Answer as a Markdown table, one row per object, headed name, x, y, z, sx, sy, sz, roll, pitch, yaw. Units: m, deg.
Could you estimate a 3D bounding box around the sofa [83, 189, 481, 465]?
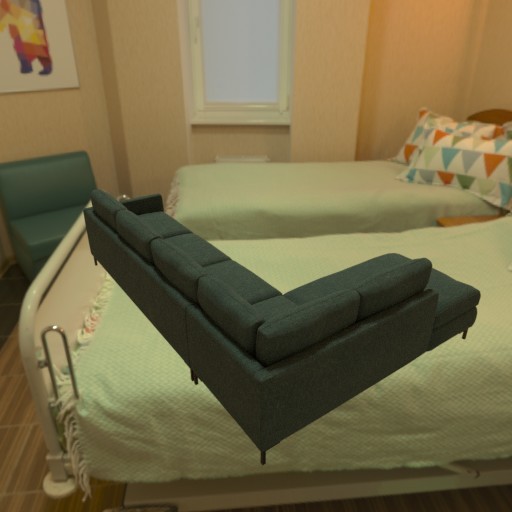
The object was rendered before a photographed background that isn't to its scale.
| name | x | y | z | sx | sy | sz | roll | pitch | yaw |
| --- | --- | --- | --- | --- | --- | --- | --- | --- | --- |
| sofa | 0.000 | 0.000 | 3.781 | 2.007 | 0.815 | 2.949 | -18 | 32 | -31 |
